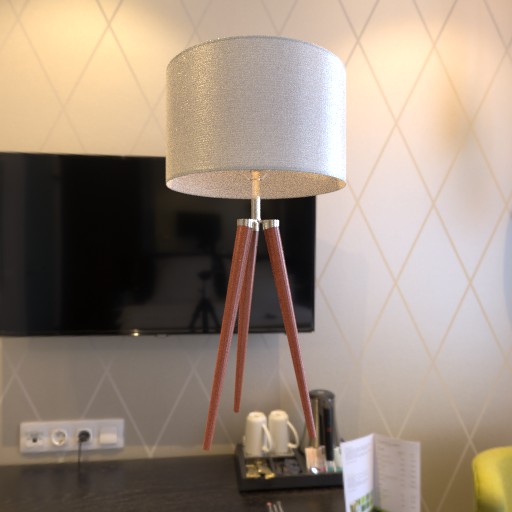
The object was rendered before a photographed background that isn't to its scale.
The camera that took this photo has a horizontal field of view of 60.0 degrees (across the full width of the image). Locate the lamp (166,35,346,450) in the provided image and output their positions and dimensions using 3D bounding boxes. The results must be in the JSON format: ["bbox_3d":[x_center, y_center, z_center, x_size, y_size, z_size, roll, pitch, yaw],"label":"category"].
[{"bbox_3d":[0.000,0.000,0.888,0.354,0.709,0.355,0,0,-37],"label":"lamp"}]
